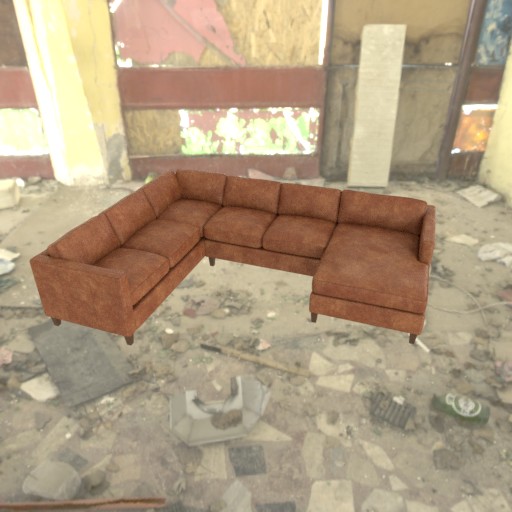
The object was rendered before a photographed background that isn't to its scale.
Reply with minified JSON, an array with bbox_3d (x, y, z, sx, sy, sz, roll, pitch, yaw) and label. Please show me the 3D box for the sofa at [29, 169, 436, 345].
[{"bbox_3d":[0.000,0.000,4.499,3.324,0.888,2.452,10,31,17],"label":"sofa"}]
